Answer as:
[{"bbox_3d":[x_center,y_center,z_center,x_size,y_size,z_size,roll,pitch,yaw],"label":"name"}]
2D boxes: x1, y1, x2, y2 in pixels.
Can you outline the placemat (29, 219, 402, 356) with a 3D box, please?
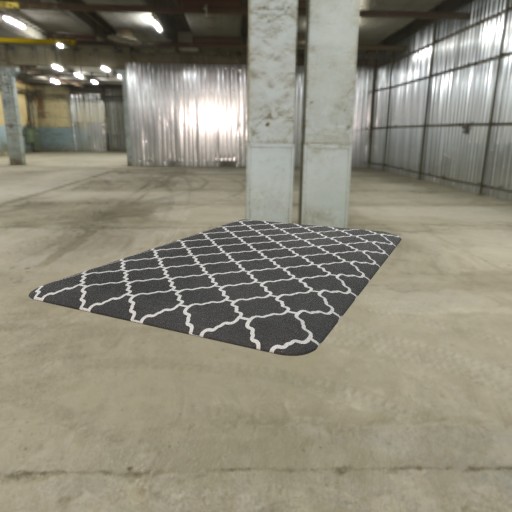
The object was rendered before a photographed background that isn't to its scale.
[{"bbox_3d":[0.000,0.000,0.959,0.508,0.021,0.762,7,16,25],"label":"placemat"}]
